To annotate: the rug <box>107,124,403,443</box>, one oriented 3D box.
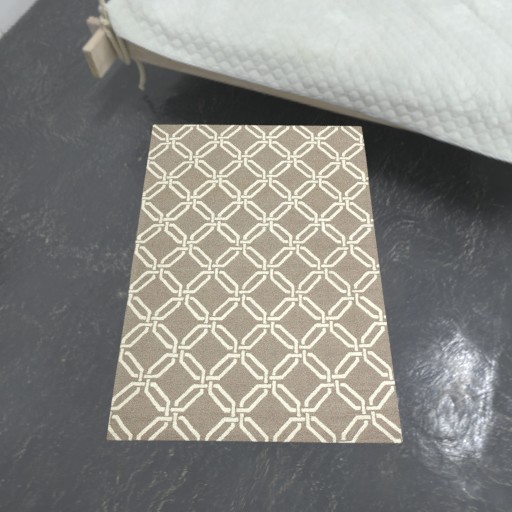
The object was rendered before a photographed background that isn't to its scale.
[{"bbox_3d":[0.000,0.000,4.408,2.441,0.020,3.419,0,63,0],"label":"rug"}]
